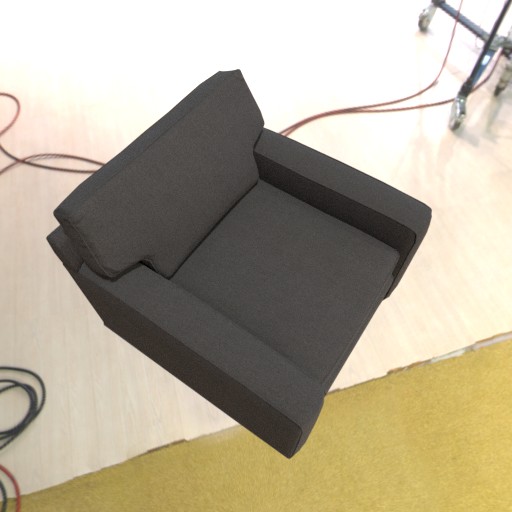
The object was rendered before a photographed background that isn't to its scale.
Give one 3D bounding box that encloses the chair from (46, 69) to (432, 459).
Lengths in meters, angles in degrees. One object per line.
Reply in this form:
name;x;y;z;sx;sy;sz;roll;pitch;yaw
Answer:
chair;0.000;0.000;1.777;1.043;0.913;0.997;30;62;18
